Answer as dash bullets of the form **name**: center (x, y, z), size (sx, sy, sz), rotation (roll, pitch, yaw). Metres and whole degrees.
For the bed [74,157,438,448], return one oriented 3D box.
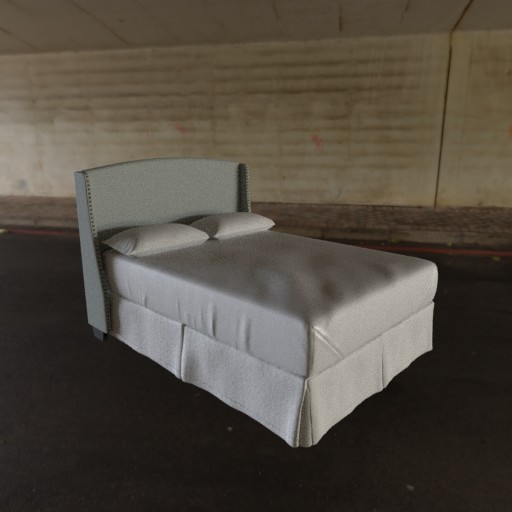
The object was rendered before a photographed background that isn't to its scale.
- **bed**: center (0.000, 0.000, 3.373), size (2.237, 1.407, 1.710), rotation (14, 20, 42)
